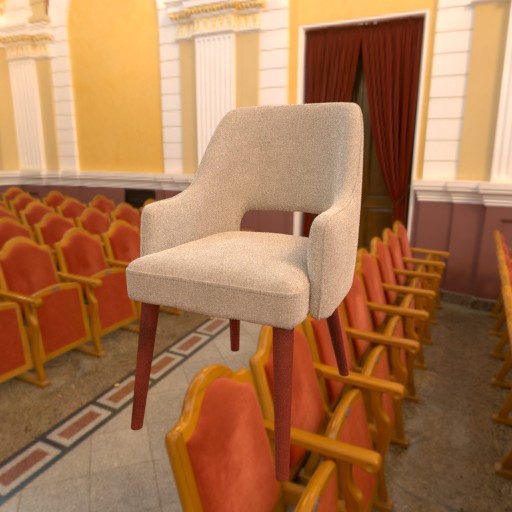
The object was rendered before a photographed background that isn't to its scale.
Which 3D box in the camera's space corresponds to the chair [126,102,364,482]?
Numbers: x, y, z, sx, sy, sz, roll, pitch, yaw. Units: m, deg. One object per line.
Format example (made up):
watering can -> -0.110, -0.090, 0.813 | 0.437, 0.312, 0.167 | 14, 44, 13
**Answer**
chair -> 0.000, 0.000, 1.229 | 0.548, 0.849, 0.605 | 7, 15, 26
